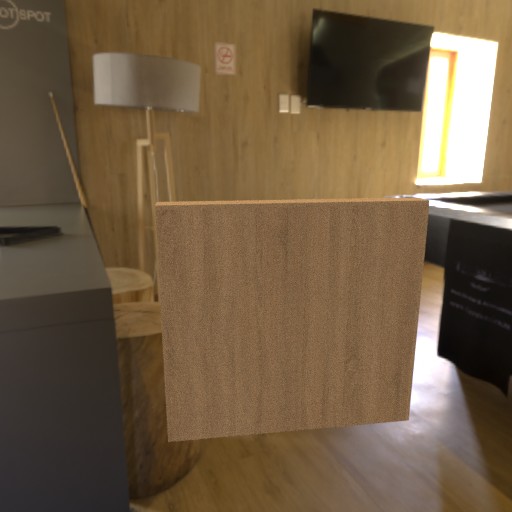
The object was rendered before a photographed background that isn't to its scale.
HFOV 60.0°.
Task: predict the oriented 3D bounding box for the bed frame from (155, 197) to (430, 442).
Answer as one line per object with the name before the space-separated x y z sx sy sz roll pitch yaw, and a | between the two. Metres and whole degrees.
bed frame | 0.000 0.000 2.702 0.990 0.920 2.140 -2 14 -8
